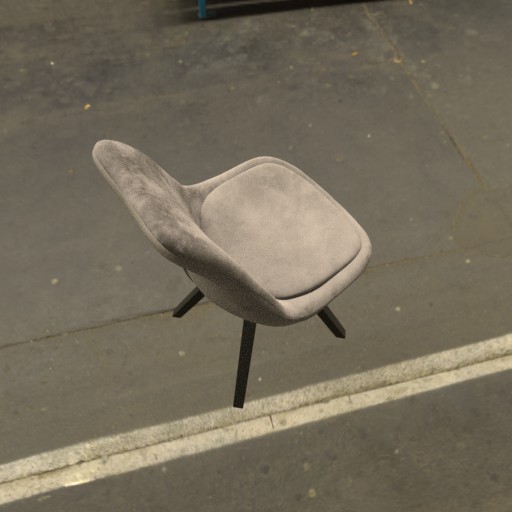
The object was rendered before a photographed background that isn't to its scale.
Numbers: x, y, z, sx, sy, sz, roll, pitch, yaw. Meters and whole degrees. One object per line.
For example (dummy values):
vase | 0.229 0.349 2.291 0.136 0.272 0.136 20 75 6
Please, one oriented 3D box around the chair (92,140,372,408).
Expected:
chair | 0.000 0.000 1.168 0.550 0.850 0.485 -31 62 -19
